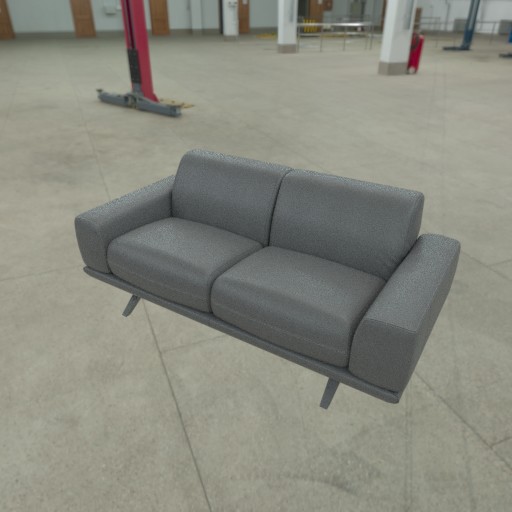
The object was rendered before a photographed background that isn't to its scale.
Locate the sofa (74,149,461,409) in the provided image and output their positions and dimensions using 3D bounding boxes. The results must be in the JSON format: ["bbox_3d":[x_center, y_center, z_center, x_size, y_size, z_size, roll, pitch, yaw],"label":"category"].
[{"bbox_3d":[0.000,0.000,2.408,1.901,0.772,0.900,17,34,28],"label":"sofa"}]
